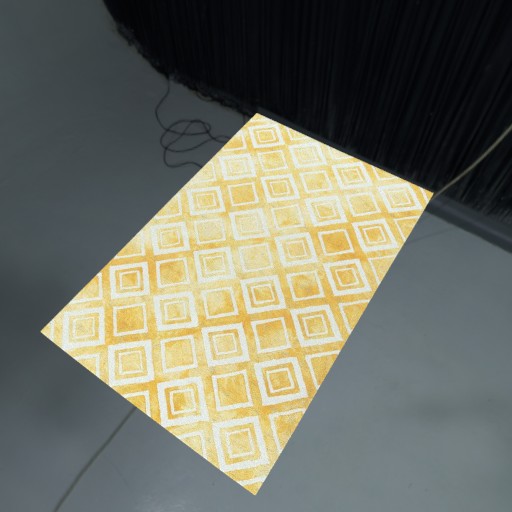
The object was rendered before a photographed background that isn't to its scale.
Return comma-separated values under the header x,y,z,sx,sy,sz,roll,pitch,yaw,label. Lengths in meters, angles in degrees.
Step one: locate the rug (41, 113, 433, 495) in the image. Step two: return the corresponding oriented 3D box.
x,y,z,sx,sy,sz,roll,pitch,yaw,label
0.000,0.000,2.294,1.213,0.010,1.829,29,62,17,rug
